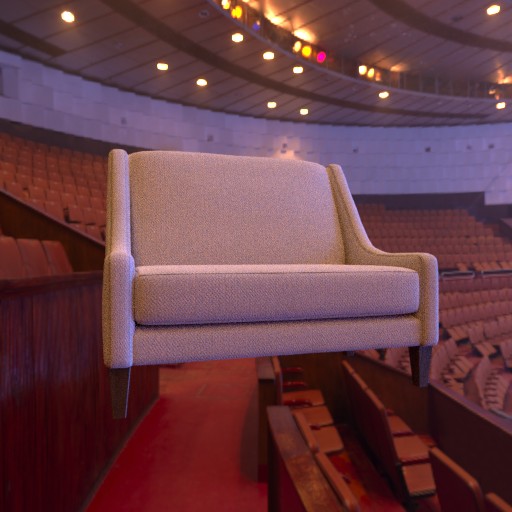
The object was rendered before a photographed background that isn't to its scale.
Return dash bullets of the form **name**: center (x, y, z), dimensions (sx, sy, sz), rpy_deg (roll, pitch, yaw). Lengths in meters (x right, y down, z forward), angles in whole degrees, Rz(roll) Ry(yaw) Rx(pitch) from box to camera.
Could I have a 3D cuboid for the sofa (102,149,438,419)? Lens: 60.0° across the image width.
- **sofa**: center (0.000, 0.000, 1.915), dimensions (1.242, 1.022, 0.870), rpy_deg (0, 0, -17)
